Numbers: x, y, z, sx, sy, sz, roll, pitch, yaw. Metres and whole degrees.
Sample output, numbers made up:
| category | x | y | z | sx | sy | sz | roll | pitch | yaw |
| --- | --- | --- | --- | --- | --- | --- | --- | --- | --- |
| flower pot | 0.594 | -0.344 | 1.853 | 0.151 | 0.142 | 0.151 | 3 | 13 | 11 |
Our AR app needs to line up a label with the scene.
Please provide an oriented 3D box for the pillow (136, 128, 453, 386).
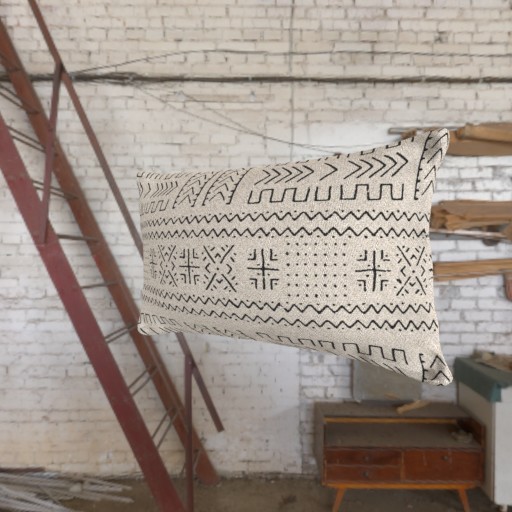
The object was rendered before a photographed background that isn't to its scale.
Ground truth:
| category | x | y | z | sx | sy | sz | roll | pitch | yaw |
| --- | --- | --- | --- | --- | --- | --- | --- | --- | --- |
| pillow | 0.000 | 0.000 | 0.772 | 0.637 | 0.352 | 0.188 | 1 | 2 | 35 |
